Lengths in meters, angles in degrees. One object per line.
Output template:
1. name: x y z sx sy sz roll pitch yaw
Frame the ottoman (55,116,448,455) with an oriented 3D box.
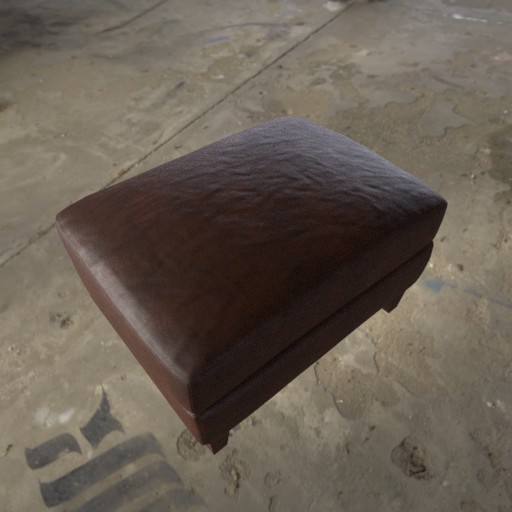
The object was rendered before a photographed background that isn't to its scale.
1. ottoman: 0.000 0.000 1.288 0.887 0.527 0.659 -31 53 -27
